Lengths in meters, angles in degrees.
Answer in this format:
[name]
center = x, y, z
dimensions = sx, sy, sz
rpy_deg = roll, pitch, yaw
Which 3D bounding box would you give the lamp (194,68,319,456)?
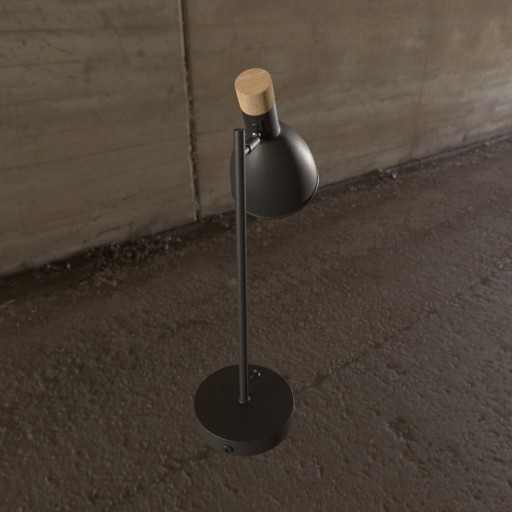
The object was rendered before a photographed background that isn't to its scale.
[lamp]
center = 0.000, 0.000, 0.615
dimensions = 0.152, 0.483, 0.287
rpy_deg = 8, 31, 14
